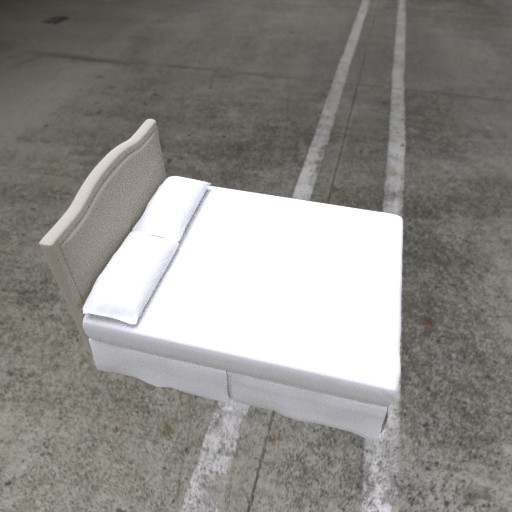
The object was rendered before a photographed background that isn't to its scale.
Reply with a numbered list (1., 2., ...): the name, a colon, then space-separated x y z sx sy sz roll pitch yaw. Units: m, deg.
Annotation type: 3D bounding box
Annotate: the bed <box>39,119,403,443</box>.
1. bed: 0.000 0.000 3.656 2.477 1.437 1.977 10 46 10
